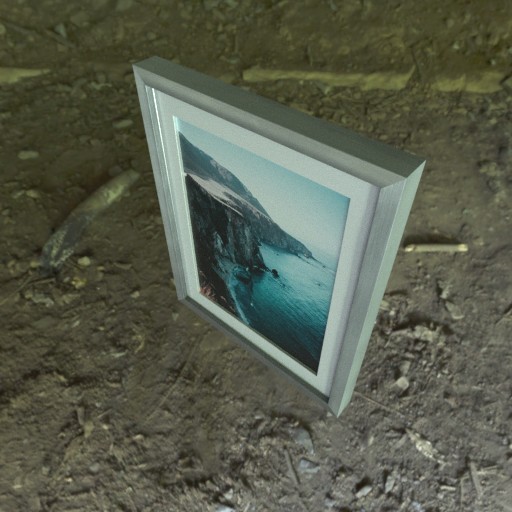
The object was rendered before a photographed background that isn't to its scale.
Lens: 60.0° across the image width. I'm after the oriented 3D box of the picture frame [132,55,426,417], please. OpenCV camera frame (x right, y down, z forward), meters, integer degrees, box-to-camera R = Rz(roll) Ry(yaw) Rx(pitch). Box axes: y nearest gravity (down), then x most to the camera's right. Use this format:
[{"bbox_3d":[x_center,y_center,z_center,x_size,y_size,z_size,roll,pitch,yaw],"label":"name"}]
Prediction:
[{"bbox_3d":[0.000,0.000,0.770,0.449,0.555,0.046,31,53,27],"label":"picture frame"}]
